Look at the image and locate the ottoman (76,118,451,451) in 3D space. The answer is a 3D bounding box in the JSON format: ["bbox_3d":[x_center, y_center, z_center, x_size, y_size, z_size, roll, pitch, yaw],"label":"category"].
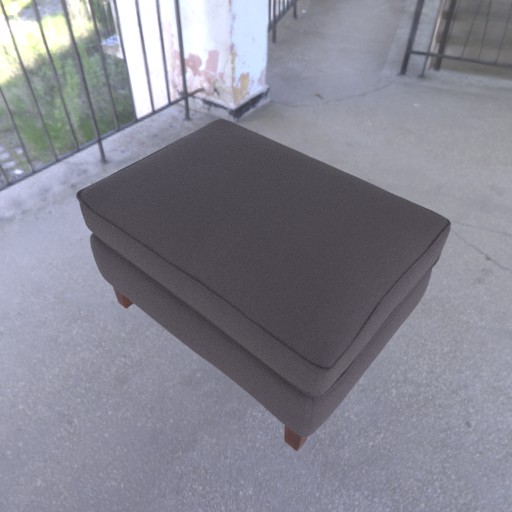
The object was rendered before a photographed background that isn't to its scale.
[{"bbox_3d":[0.000,0.000,1.034,0.686,0.406,0.508,32,53,28],"label":"ottoman"}]
